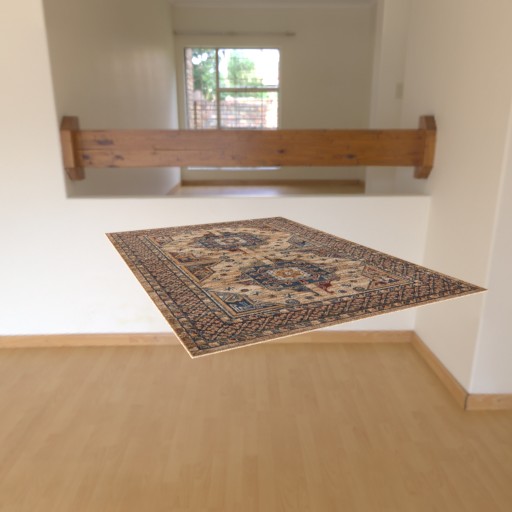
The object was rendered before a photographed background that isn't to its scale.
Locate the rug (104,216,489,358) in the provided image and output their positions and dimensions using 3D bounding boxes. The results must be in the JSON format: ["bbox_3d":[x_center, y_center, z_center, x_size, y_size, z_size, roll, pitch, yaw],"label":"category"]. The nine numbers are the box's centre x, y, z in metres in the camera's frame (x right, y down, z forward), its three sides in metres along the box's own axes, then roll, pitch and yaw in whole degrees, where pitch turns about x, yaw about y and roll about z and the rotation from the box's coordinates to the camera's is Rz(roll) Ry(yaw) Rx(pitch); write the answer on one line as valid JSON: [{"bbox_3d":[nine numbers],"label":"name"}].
[{"bbox_3d":[0.000,0.000,2.923,1.611,0.008,2.227,-8,18,-25],"label":"rug"}]
